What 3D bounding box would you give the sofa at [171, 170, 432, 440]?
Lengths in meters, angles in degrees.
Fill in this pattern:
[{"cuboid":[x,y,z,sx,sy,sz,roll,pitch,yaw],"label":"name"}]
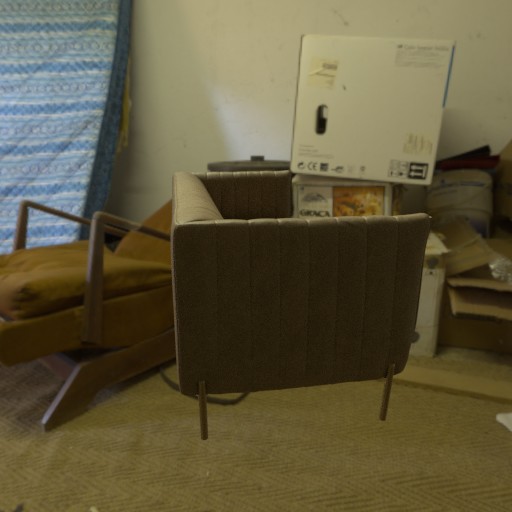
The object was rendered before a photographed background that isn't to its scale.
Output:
[{"cuboid":[0.000,0.000,2.408,0.876,0.779,1.980,-3,16,-10],"label":"sofa"}]
